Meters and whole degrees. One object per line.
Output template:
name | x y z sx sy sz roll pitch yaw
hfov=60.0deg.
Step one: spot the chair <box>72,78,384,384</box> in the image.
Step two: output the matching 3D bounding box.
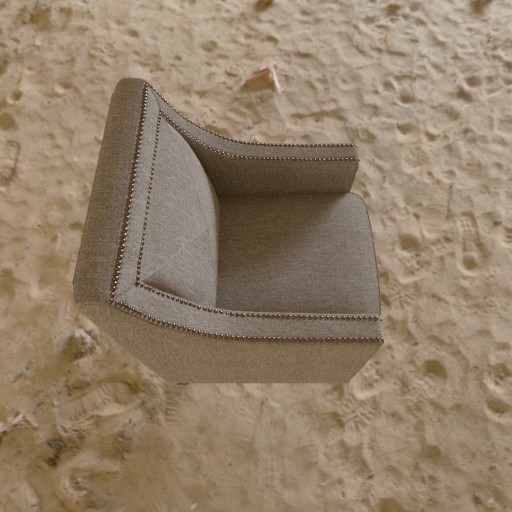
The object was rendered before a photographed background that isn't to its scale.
chair | 0.000 0.000 1.626 0.884 0.967 0.776 0 62 0
